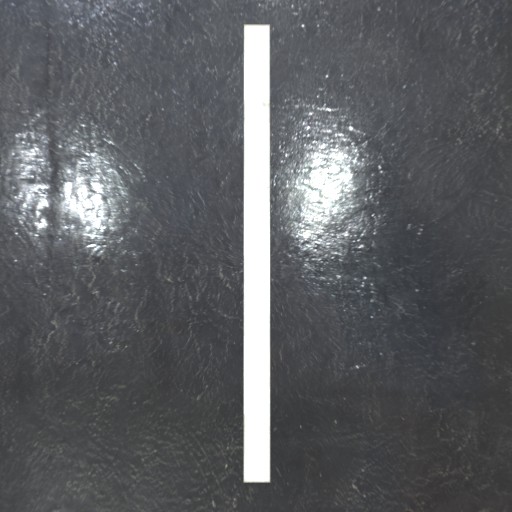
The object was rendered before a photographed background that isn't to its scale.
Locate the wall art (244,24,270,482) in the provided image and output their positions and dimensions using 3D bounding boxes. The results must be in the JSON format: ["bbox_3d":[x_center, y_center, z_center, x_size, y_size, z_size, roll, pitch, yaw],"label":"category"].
[{"bbox_3d":[0.000,0.000,0.744,0.029,0.506,0.508,0,89,0],"label":"wall art"}]
